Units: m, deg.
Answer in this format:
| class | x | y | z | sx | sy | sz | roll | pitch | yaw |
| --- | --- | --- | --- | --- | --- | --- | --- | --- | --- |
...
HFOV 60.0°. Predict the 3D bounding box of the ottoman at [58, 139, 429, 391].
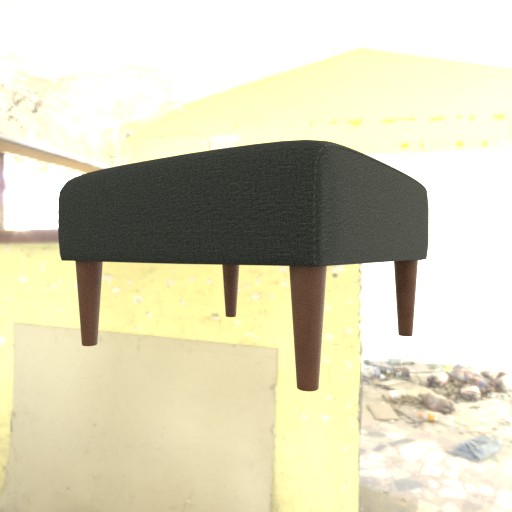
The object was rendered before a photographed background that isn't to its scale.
| class | x | y | z | sx | sy | sz | roll | pitch | yaw |
| --- | --- | --- | --- | --- | --- | --- | --- | --- | --- |
| ottoman | 0.000 | 0.000 | 1.050 | 0.650 | 0.398 | 0.649 | 1 | 1 | 35 |
